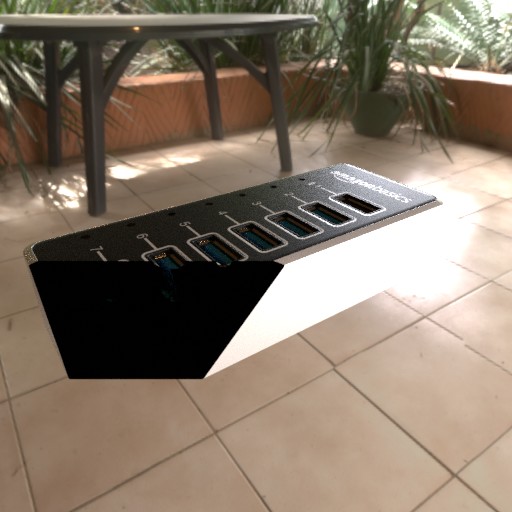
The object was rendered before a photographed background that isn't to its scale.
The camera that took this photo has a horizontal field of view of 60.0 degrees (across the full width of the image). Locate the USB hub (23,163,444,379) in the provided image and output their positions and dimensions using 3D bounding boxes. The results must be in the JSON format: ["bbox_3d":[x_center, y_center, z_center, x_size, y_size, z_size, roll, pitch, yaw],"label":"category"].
[{"bbox_3d":[0.000,0.000,0.125,0.110,0.023,0.044,-20,36,-30],"label":"USB hub"}]
